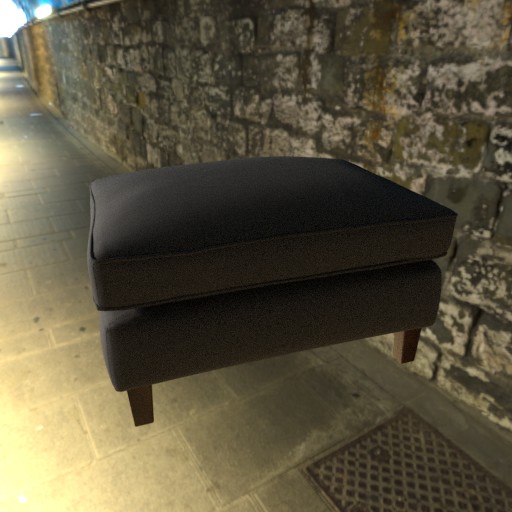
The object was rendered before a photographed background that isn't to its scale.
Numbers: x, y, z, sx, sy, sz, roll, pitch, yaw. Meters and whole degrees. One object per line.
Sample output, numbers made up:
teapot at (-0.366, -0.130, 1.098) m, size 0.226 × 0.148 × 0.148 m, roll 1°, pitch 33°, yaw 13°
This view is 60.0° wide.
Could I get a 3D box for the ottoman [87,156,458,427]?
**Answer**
ottoman at (0.000, 0.000, 1.002) m, size 0.686 × 0.406 × 0.508 m, roll -8°, pitch 27°, yaw -16°
